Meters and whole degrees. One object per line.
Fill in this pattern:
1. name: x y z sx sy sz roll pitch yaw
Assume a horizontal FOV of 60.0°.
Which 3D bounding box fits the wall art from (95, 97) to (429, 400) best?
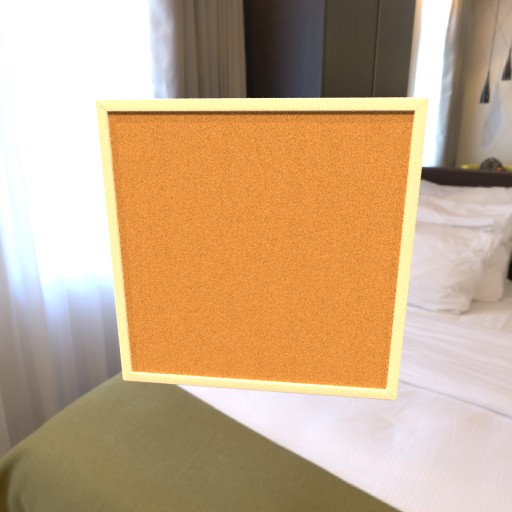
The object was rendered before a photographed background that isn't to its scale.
1. wall art: 0.000 0.000 0.760 0.508 0.508 0.038 2 17 7
